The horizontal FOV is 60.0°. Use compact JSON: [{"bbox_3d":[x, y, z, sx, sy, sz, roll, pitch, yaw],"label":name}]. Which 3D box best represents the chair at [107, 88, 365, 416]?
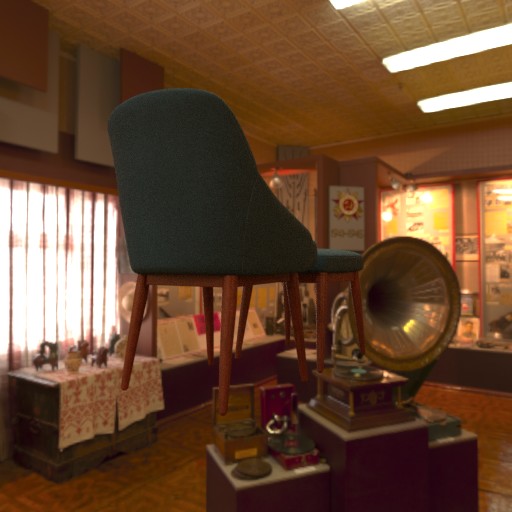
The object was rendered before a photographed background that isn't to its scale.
[{"bbox_3d":[0.000,0.000,1.653,0.584,0.866,1.114,-1,-2,35],"label":"chair"}]
